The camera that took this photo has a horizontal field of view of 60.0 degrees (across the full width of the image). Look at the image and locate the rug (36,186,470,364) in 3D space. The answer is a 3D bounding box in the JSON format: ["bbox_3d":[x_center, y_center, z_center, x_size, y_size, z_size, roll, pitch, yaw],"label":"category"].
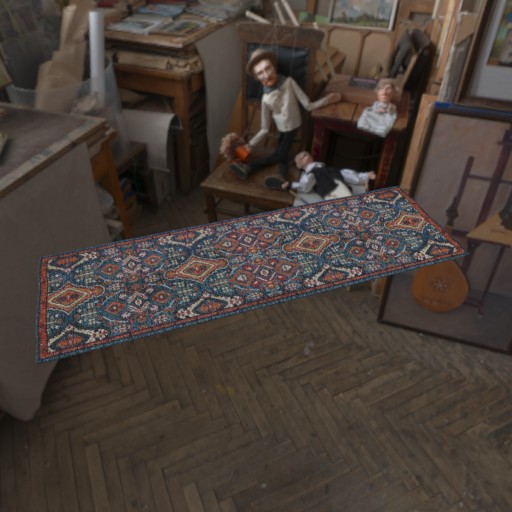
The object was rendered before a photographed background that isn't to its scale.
[{"bbox_3d":[0.000,0.000,2.649,2.459,0.010,0.801,-13,43,-14],"label":"rug"}]
